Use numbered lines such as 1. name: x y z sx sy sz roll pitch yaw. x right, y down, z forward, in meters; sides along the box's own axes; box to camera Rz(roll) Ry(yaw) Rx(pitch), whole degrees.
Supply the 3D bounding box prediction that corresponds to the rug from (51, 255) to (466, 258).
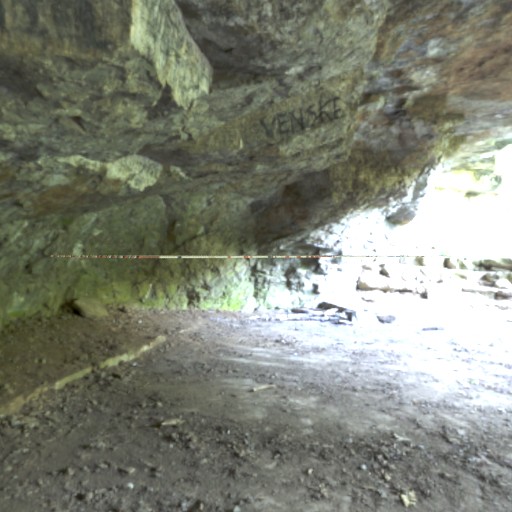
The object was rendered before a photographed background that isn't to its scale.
1. rug: 0.000 0.000 4.346 3.274 0.015 2.439 0 0 -35
